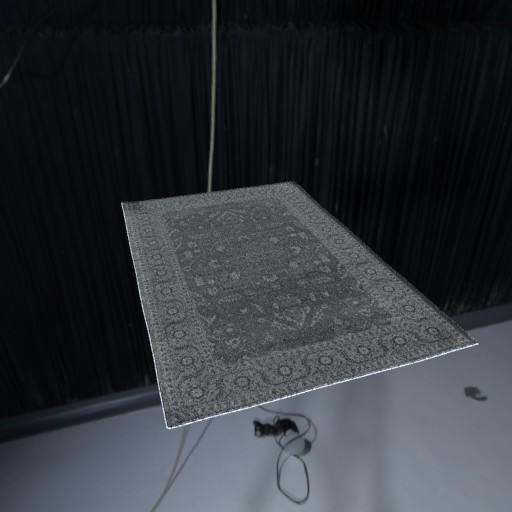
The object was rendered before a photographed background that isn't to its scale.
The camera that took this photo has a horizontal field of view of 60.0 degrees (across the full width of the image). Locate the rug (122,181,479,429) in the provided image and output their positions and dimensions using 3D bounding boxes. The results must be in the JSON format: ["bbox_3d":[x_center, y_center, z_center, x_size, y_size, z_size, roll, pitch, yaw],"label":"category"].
[{"bbox_3d":[0.000,0.000,2.288,1.209,0.019,1.828,-10,32,-16],"label":"rug"}]
